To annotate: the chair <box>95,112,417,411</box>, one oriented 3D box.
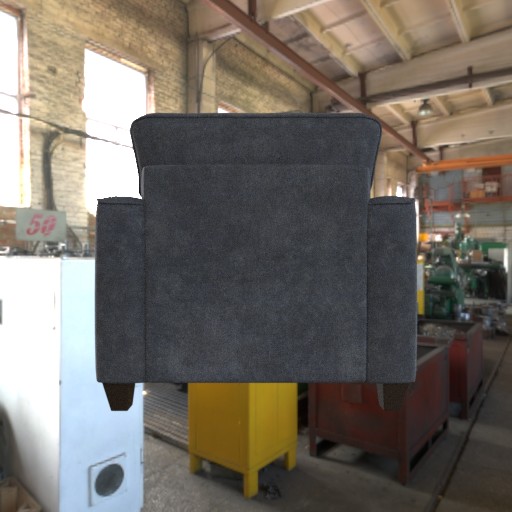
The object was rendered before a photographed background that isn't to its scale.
[{"bbox_3d":[0.000,0.000,1.807,1.015,0.965,0.939,0,1,0],"label":"chair"}]
